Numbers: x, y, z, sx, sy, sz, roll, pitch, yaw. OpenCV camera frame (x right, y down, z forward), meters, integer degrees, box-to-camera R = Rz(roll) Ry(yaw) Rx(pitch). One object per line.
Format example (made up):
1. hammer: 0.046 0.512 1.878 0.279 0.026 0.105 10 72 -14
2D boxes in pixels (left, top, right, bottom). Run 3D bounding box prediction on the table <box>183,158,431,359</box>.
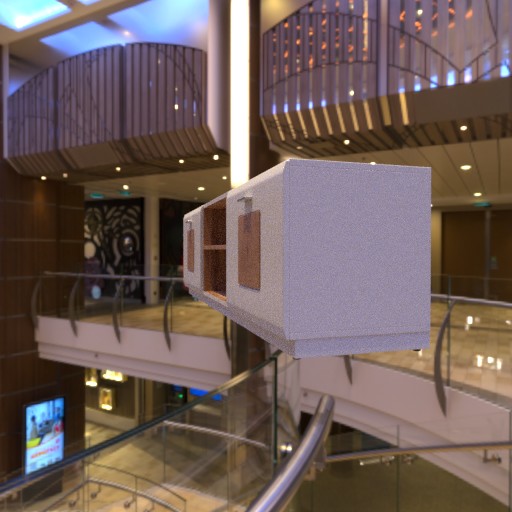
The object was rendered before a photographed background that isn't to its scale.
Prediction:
1. table: 0.000 0.000 1.744 0.400 0.440 1.550 0 1 -17
